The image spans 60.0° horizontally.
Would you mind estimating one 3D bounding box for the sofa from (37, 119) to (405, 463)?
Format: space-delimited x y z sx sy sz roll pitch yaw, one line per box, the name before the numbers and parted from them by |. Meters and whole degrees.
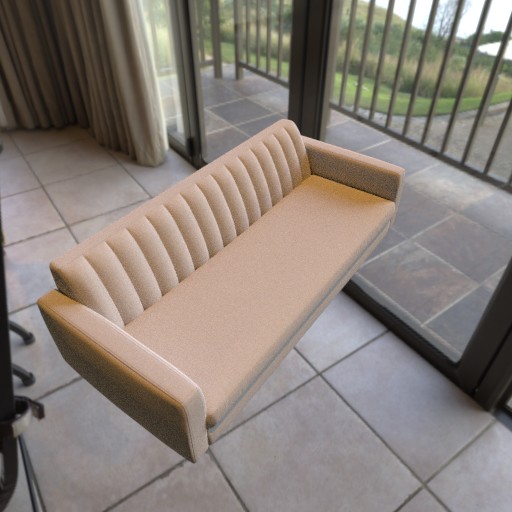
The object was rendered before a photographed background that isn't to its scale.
sofa | 0.000 0.000 2.720 0.990 0.821 2.291 26 47 26
